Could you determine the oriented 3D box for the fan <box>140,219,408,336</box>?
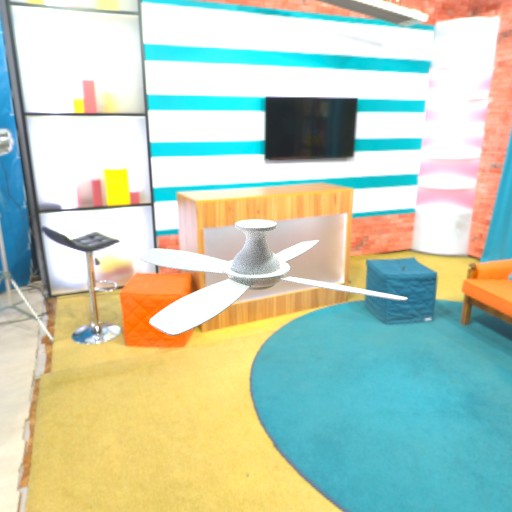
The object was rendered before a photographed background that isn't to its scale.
[{"bbox_3d":[0.000,0.000,2.546,1.694,0.382,1.693,9,19,28],"label":"fan"}]
